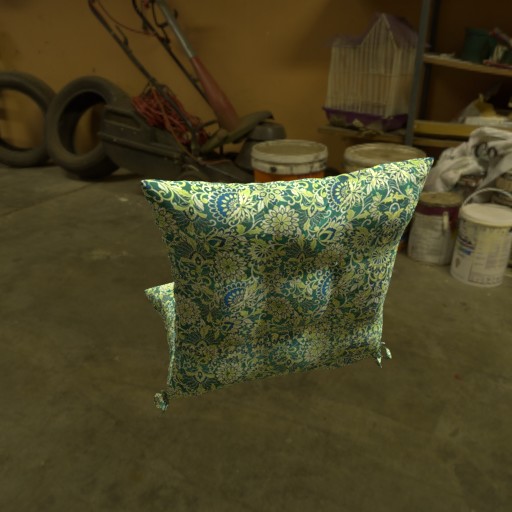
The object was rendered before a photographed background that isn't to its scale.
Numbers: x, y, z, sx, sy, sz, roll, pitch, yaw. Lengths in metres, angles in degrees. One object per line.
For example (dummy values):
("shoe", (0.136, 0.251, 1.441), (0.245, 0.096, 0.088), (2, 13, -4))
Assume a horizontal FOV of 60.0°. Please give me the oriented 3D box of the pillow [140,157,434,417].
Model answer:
("pillow", (0.000, 0.000, 1.028), (0.541, 0.536, 0.585), (-8, 27, -16))
